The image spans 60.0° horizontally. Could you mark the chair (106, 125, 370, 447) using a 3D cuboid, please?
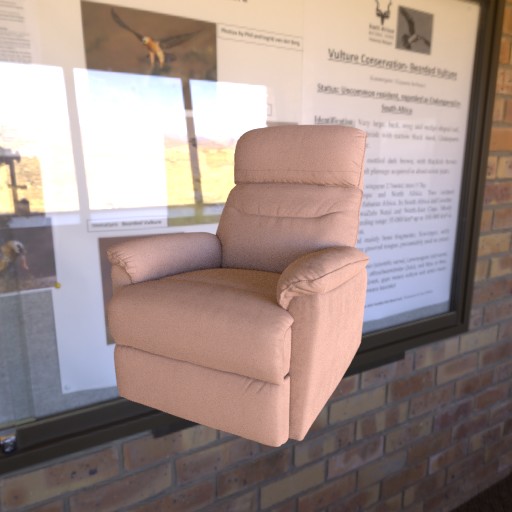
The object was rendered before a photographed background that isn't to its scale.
[{"bbox_3d":[0.000,0.000,1.730,0.820,1.037,1.004,6,14,27],"label":"chair"}]
